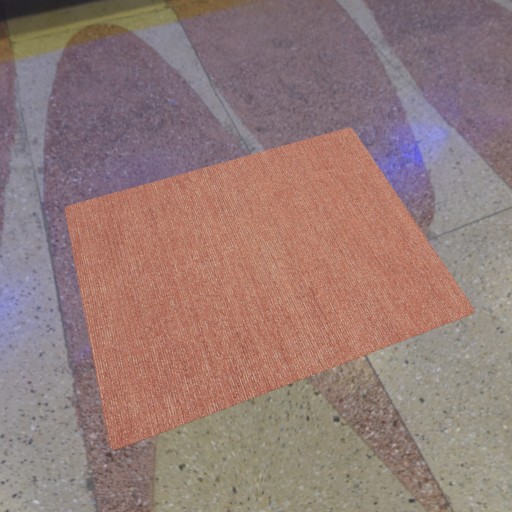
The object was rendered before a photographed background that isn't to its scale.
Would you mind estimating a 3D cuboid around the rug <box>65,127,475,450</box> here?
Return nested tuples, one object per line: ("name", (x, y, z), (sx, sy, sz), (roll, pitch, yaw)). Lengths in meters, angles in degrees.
("rug", (0.000, 0.000, 2.736), (2.112, 0.009, 1.594), (-18, 61, -10))
